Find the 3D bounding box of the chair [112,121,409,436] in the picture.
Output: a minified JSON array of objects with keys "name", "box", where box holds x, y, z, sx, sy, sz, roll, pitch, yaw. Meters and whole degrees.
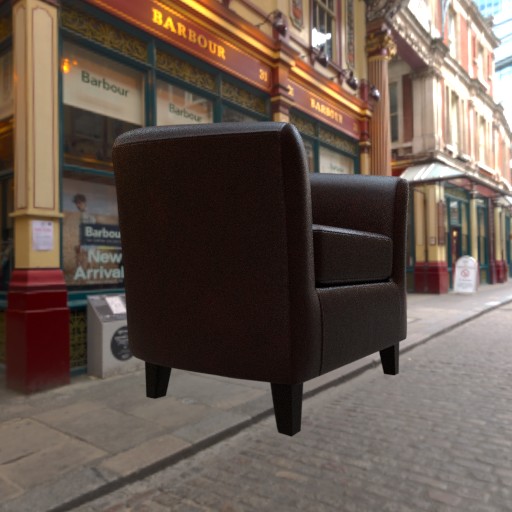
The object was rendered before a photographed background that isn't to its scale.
[{"name":"chair","box":[0.000,0.000,1.372,0.727,0.756,0.792,-1,-1,36]}]
